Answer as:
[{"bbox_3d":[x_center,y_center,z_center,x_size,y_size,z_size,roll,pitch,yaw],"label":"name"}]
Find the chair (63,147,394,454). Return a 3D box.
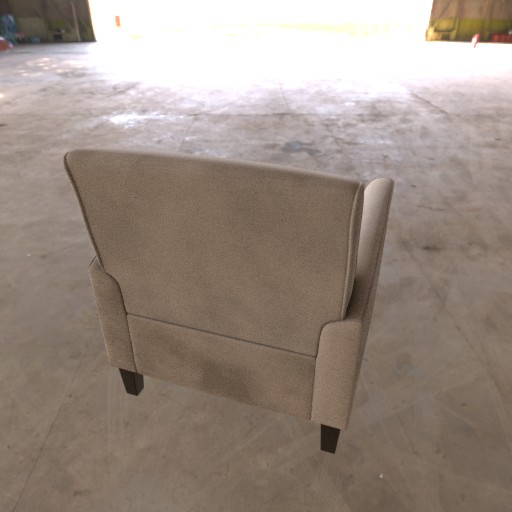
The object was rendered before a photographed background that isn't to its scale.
[{"bbox_3d":[0.000,0.000,1.524,0.820,0.915,0.821,10,32,16],"label":"chair"}]
